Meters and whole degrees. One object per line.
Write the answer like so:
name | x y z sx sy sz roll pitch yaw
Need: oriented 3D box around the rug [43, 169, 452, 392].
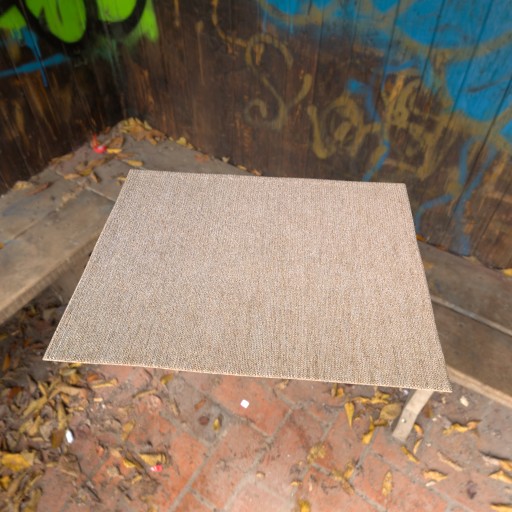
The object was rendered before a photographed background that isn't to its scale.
rug | 0.000 0.000 4.075 3.034 0.012 2.406 4 47 3
